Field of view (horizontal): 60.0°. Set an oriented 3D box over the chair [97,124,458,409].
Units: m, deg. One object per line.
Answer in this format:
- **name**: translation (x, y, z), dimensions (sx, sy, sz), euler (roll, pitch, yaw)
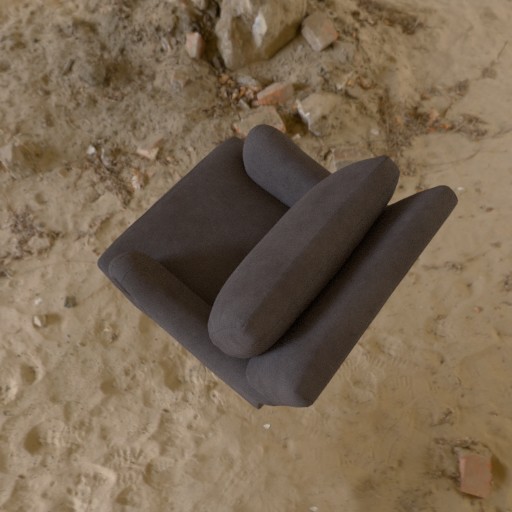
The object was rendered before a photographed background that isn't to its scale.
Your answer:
- **chair**: translation (0.000, 0.000, 1.868), dimensions (1.070, 0.997, 0.955), euler (36, 69, 16)
